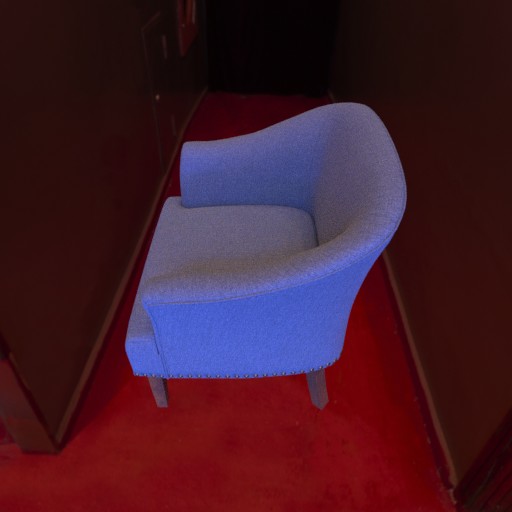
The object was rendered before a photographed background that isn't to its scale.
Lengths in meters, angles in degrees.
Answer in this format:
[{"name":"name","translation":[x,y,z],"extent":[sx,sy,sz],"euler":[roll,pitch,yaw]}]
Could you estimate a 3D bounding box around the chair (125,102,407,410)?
[{"name":"chair","translation":[0.000,0.000,1.412],"extent":[0.704,0.815,0.798],"euler":[0,41,0]}]
